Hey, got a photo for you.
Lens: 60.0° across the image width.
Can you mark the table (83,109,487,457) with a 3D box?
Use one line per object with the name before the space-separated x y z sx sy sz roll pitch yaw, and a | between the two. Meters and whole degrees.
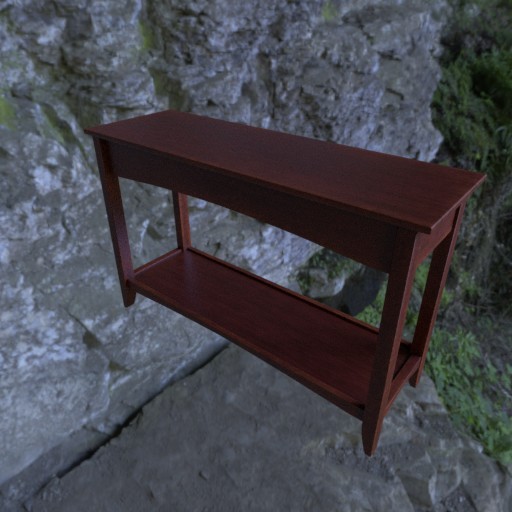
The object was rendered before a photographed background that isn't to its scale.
table | 0.000 0.000 1.496 1.188 0.739 0.392 22 37 33
